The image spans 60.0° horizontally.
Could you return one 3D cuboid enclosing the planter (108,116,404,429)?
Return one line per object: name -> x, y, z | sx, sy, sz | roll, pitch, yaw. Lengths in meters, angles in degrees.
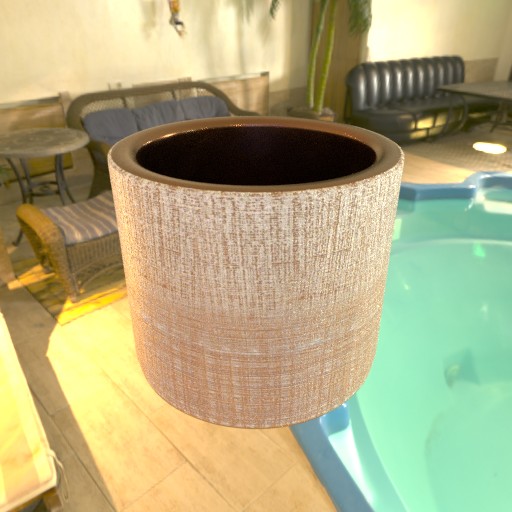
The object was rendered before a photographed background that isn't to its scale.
planter -> 0.000, 0.000, 0.188 | 0.109, 0.096, 0.109 | 0, 28, 0
